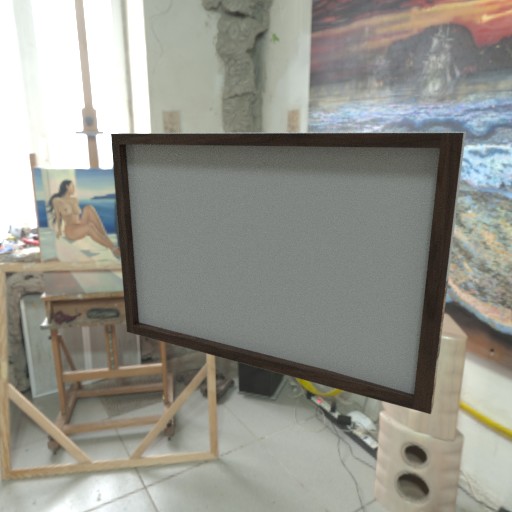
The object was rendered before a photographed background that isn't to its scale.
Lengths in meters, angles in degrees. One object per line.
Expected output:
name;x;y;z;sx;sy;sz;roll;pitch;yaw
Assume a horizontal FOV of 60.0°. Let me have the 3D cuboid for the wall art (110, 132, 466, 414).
wall art;0.000;0.000;1.422;1.138;0.761;0.051;8;17;27
